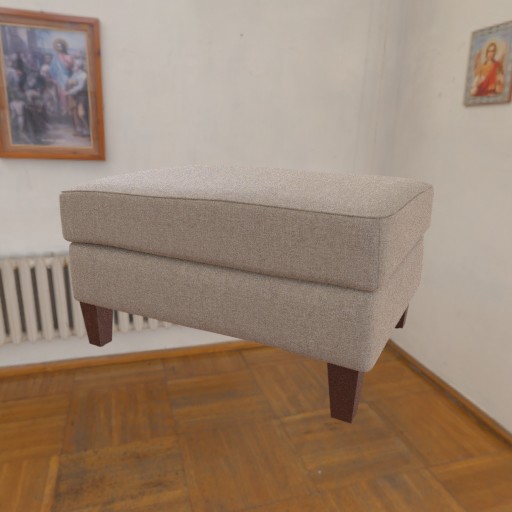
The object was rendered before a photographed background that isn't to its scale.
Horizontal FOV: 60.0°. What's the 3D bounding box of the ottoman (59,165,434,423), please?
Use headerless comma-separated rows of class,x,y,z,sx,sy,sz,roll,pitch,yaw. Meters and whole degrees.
ottoman,0.000,0.000,1.325,0.898,0.519,0.677,8,17,27
